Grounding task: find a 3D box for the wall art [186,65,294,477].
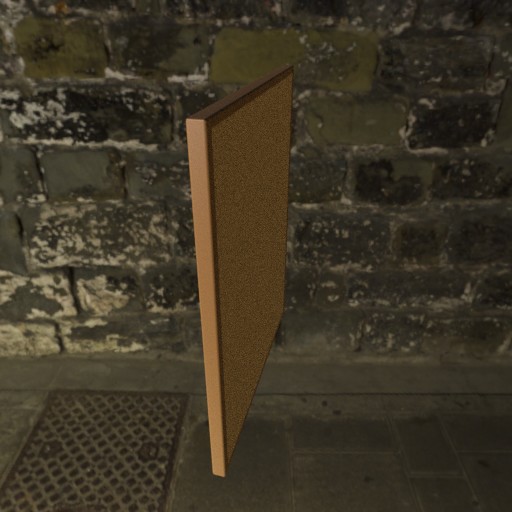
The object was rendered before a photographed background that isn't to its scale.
[{"bbox_3d":[0.000,0.000,0.750,0.021,0.550,0.449,8,31,13],"label":"wall art"}]
